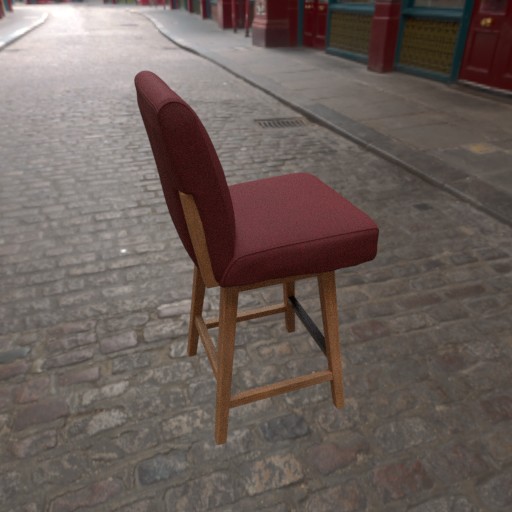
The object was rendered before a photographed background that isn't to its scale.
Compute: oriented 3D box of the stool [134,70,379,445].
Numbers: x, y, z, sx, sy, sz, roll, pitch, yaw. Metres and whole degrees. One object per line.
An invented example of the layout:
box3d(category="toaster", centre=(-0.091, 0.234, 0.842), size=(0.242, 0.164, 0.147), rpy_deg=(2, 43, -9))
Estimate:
box3d(category="stool", centre=(0.000, 0.000, 1.351), size=(0.562, 1.038, 0.468), rpy_deg=(-10, 32, -17))
